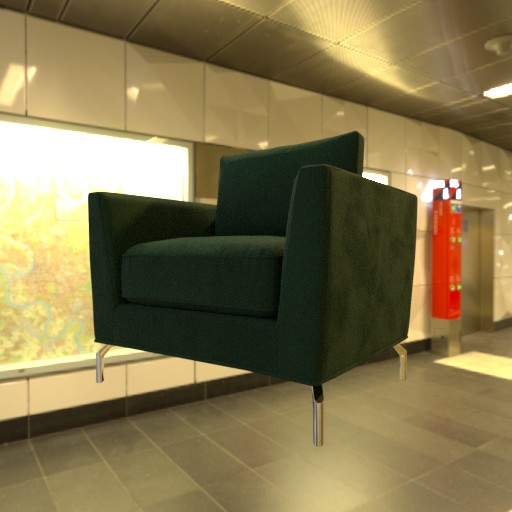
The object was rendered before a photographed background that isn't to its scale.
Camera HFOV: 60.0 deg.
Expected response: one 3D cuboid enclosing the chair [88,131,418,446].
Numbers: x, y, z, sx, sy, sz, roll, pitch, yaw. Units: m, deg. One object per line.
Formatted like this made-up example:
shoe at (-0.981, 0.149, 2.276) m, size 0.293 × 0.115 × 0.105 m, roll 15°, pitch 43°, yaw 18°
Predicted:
chair at (0.000, 0.000, 1.782) m, size 1.047 × 0.997 × 0.852 m, roll 1°, pitch 1°, yaw 36°
